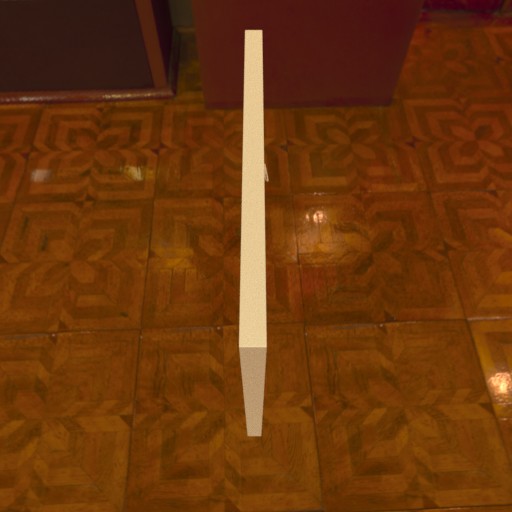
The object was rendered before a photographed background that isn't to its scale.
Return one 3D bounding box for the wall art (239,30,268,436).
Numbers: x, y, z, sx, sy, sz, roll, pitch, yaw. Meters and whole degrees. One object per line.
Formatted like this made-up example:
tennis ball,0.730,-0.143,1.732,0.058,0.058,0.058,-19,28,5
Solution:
wall art,0.000,0.000,1.154,0.050,0.762,0.761,0,59,0
